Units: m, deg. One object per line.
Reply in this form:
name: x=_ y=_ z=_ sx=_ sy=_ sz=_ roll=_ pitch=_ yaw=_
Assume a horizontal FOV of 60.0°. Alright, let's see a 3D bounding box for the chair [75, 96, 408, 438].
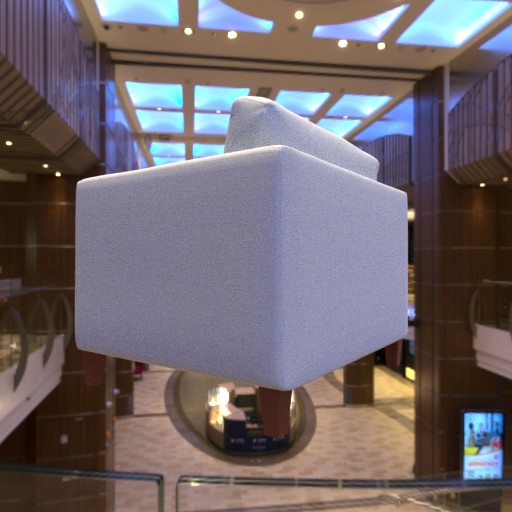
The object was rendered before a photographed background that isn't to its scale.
chair: x=0.000 y=0.000 z=1.824 sx=0.953 sy=0.961 sz=1.107 roll=0 pitch=0 yaw=36
